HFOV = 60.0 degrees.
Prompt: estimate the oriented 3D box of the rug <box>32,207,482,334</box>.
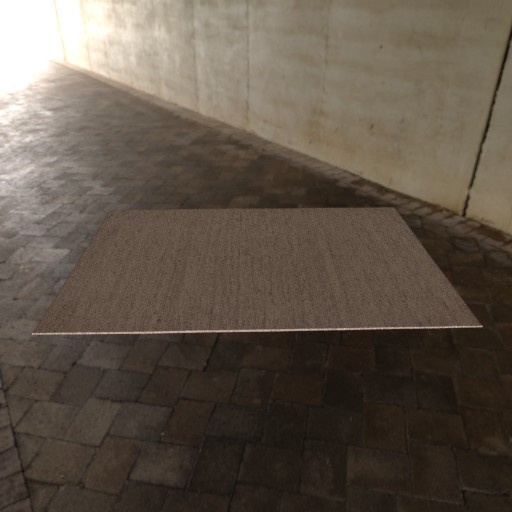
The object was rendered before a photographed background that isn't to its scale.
[{"bbox_3d":[0.000,0.000,2.341,1.840,0.013,1.225,-1,30,-1],"label":"rug"}]
